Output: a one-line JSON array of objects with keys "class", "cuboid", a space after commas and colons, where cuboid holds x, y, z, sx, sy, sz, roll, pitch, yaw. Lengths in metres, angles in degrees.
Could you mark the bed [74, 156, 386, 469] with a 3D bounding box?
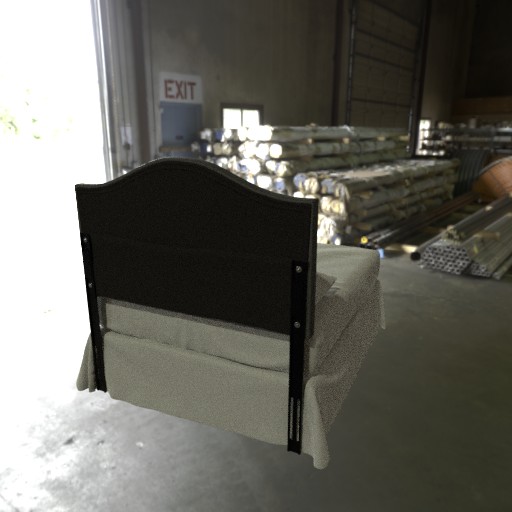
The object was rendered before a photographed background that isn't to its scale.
[{"class": "bed", "cuboid": [0.000, 0.000, 3.521, 1.876, 1.645, 2.221, 7, 17, 24]}]
